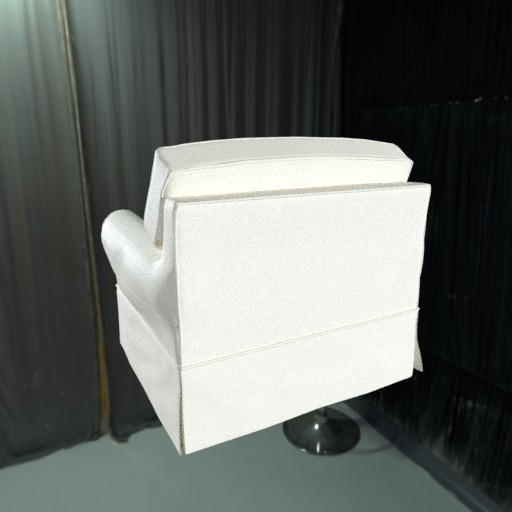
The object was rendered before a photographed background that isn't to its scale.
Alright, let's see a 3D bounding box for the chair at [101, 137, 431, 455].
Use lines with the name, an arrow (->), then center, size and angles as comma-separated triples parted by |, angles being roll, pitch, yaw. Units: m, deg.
chair -> 0.000, 0.000, 1.843 | 1.099, 0.958, 0.904 | -8, 17, -27
